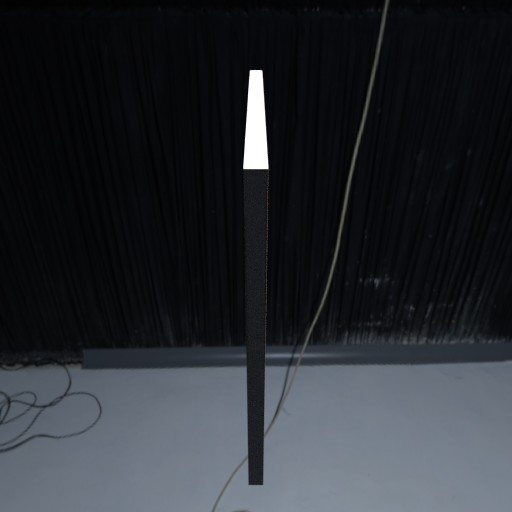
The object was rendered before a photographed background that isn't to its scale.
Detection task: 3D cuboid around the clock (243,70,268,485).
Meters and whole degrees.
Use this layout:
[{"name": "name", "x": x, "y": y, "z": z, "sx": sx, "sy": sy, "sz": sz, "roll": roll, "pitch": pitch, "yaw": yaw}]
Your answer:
[{"name": "clock", "x": 0.000, "y": 0.000, "z": 1.051, "sx": 0.032, "sy": 0.705, "sz": 0.705, "roll": 0, "pitch": 32, "yaw": 0}]
